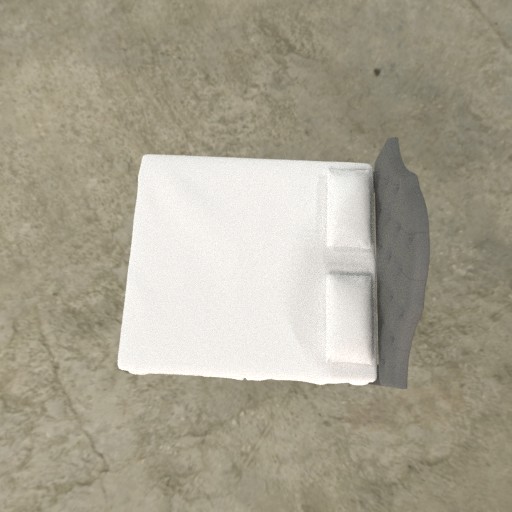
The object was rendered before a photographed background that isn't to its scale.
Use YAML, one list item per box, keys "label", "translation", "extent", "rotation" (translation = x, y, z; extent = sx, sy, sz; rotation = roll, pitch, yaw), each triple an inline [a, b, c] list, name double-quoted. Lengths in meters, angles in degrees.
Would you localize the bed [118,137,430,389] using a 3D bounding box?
- label: "bed"
  translation: [0.000, 0.000, 3.607]
  extent: [2.214, 1.615, 2.008]
  rotation: [3, 76, 1]
